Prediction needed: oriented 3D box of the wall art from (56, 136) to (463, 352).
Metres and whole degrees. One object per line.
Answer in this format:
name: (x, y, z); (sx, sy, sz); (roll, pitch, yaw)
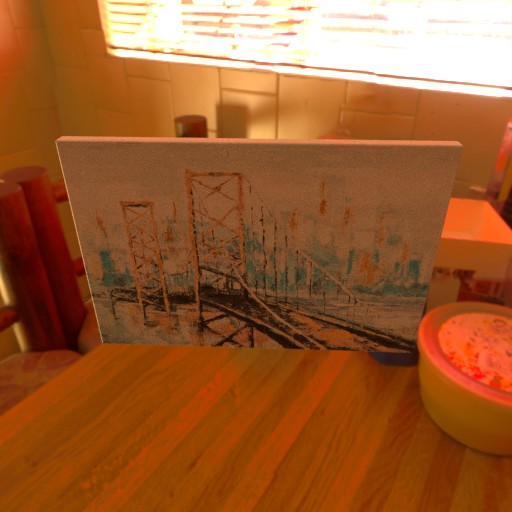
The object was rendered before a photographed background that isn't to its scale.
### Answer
wall art: (0.000, 0.000, 1.161); (0.913, 0.609, 0.038); (1, 31, 2)
